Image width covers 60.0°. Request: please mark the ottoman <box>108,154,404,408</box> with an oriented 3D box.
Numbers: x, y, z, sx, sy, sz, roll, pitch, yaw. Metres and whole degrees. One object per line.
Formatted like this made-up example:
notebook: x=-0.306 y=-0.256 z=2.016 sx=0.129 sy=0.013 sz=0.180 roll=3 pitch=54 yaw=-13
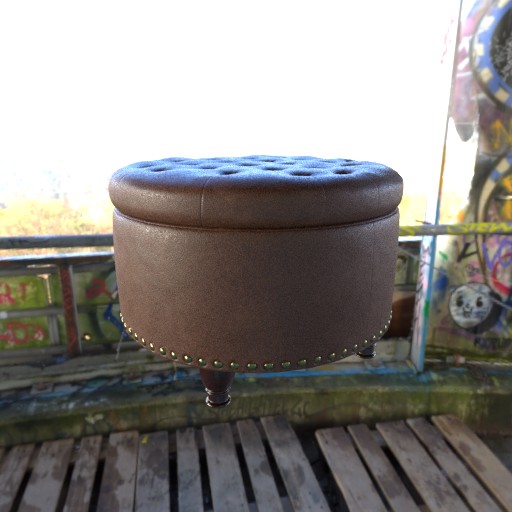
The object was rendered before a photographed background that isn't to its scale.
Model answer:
ottoman: x=0.000 y=0.000 z=1.051 sx=0.637 sy=0.442 sz=0.637 roll=0 pitch=16 yaw=0
